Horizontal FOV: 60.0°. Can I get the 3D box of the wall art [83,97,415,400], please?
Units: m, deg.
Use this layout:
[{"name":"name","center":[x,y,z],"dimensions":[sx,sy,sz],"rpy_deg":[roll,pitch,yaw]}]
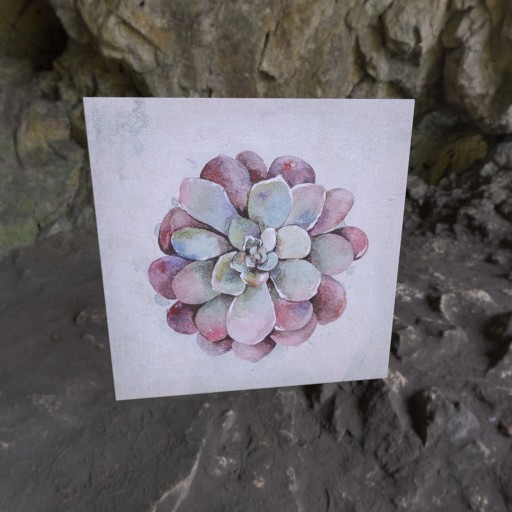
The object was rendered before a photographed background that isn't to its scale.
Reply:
[{"name":"wall art","center":[0.000,0.000,1.138],"dimensions":[0.762,0.762,0.041],"rpy_deg":[-2,17,-8]}]
